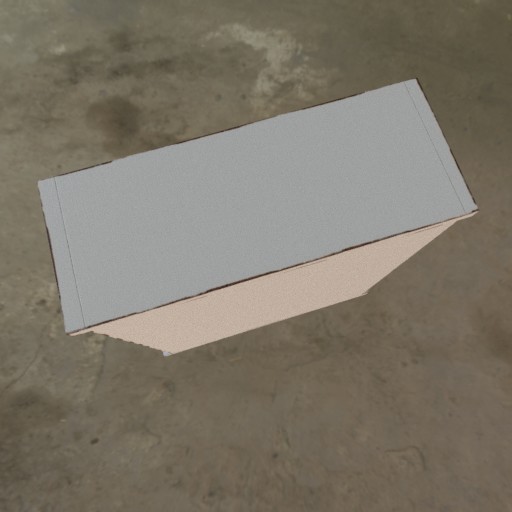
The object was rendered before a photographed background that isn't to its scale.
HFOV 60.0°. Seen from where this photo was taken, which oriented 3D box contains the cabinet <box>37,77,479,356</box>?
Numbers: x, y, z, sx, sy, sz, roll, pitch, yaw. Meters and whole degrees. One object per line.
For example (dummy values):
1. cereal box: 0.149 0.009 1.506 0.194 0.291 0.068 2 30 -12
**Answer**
1. cabinet: 0.000 0.000 0.869 0.541 0.603 0.210 -17 76 -4
